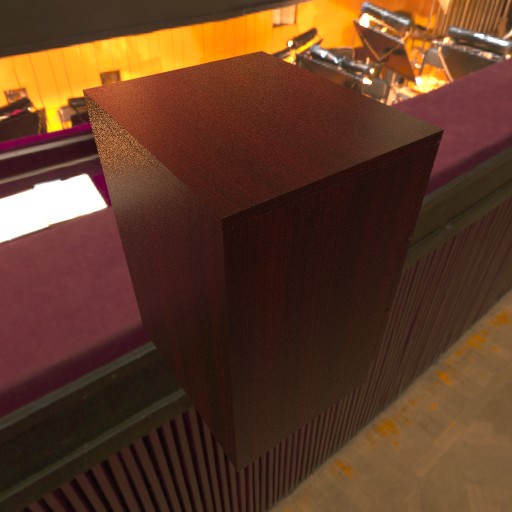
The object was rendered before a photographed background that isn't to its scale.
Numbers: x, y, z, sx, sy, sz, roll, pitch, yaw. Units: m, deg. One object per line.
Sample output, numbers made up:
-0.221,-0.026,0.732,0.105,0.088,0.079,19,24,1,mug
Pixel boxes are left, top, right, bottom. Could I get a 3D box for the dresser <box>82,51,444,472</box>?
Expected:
0.000,0.000,0.807,0.360,0.560,0.400,-25,47,-26,dresser
